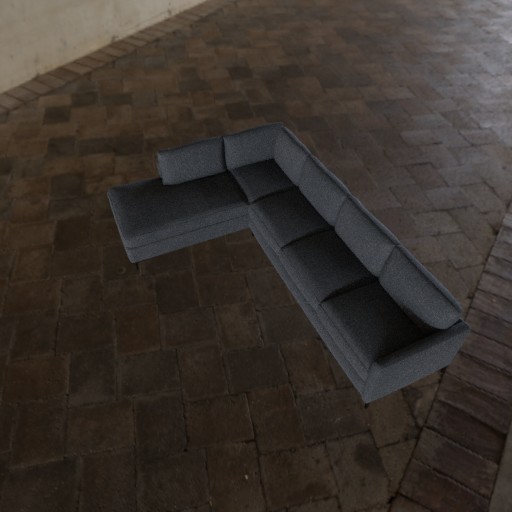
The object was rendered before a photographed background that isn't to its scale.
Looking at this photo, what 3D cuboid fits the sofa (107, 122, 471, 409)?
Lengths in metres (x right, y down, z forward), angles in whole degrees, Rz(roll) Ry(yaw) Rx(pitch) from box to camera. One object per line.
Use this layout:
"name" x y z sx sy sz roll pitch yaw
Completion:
"sofa" 0.000 0.000 3.852 2.007 0.815 2.949 -19 49 -17
